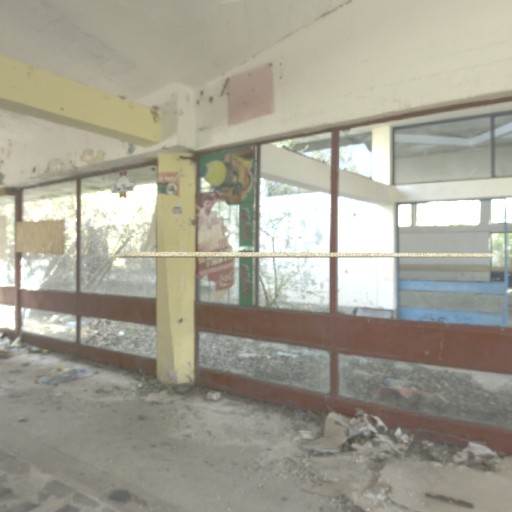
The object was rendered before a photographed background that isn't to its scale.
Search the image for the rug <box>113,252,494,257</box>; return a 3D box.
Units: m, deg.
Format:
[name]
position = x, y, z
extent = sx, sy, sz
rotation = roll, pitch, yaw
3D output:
[rug]
position = 0.000, 0.000, 3.990
extent = 2.401, 0.025, 3.001
rotation = 0, 0, -19
